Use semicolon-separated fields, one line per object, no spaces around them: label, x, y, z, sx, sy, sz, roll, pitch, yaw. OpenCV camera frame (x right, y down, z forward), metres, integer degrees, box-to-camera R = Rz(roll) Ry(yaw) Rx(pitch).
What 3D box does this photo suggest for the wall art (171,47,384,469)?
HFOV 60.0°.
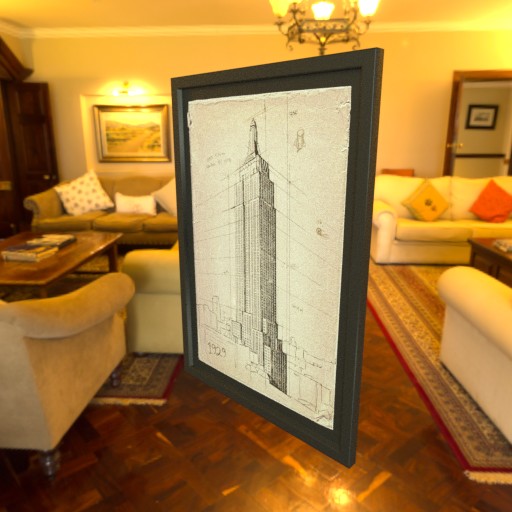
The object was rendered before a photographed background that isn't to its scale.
wall art;0.000;0.000;0.544;0.303;0.431;0.013;14;21;42
